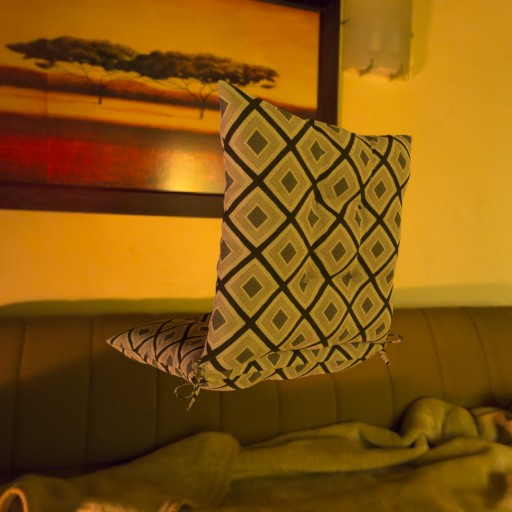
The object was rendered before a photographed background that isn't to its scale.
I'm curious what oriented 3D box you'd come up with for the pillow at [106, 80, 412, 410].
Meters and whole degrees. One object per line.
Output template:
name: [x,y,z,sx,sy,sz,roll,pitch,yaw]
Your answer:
pillow: [0.000,0.000,1.025,0.541,0.536,0.585,0,-1,-36]
